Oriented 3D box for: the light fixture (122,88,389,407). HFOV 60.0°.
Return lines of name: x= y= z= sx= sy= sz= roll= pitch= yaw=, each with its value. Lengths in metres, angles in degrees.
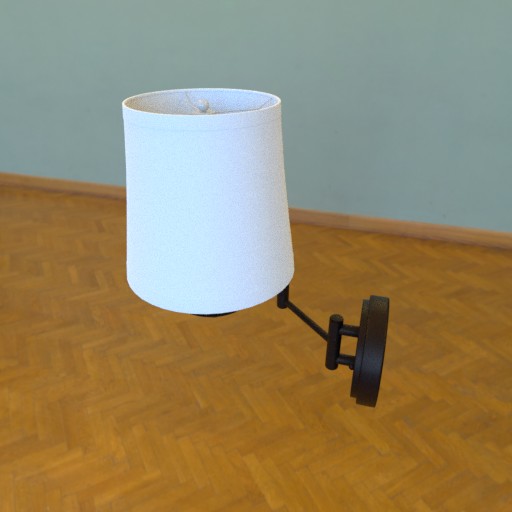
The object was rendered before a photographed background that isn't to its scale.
light fixture: x=0.000 y=0.000 z=0.259 sx=0.157 sy=0.172 sz=0.100 roll=8 pitch=30 yaw=14
